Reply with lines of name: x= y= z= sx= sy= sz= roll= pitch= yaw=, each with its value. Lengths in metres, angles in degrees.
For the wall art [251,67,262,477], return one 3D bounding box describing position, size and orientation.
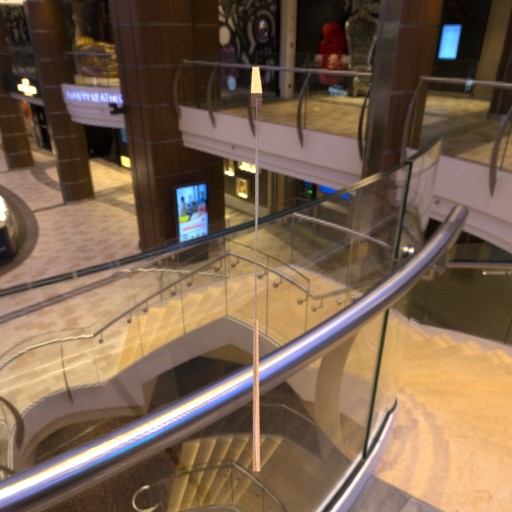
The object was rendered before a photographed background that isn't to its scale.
wall art: x=0.000 y=0.000 z=1.348 sx=0.020 sy=1.016 sz=0.739 roll=0 pitch=26 yaw=0
